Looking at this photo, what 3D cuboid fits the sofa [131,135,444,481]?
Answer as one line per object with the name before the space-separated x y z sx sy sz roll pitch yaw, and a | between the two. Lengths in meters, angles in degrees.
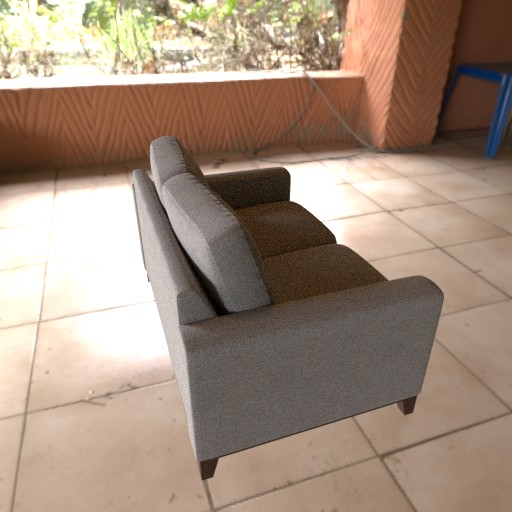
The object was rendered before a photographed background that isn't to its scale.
sofa | 0.000 0.000 2.004 0.917 0.873 1.420 -10 31 -17
